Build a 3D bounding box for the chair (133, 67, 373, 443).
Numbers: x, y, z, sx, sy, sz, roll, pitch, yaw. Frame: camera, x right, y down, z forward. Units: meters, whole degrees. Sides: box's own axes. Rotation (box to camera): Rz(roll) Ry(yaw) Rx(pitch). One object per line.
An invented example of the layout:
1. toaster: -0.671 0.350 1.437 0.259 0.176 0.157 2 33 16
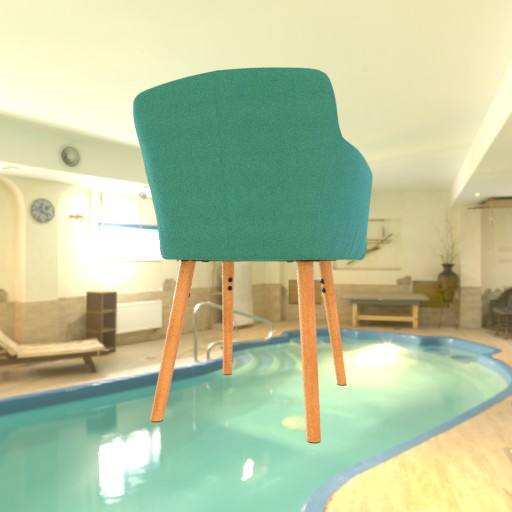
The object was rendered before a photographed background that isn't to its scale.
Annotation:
1. chair: 0.000 0.000 1.170 0.570 0.780 0.540 0 0 19
